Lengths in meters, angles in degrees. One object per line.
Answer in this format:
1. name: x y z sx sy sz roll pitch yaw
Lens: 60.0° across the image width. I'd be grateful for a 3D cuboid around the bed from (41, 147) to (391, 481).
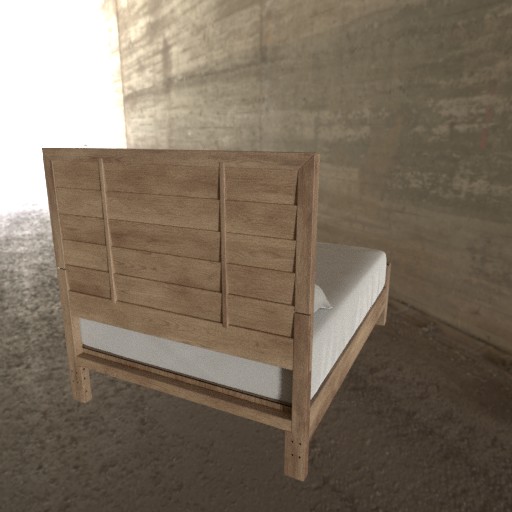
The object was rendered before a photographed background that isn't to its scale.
1. bed: 0.000 0.000 3.319 1.626 1.626 2.197 8 17 25
